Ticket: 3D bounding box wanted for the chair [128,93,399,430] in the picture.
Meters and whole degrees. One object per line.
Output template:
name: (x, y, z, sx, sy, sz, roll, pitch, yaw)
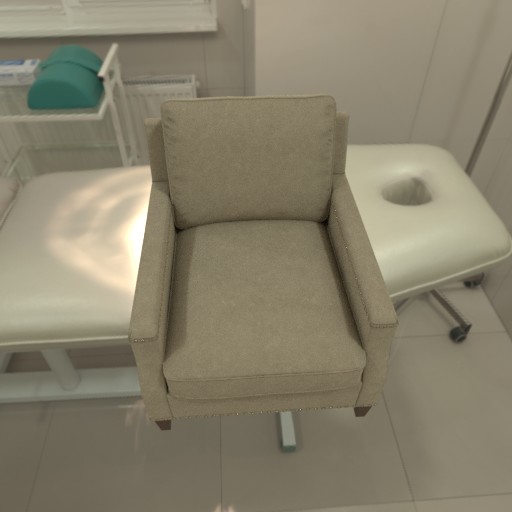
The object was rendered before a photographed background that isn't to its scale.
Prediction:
chair: (0.000, 0.000, 1.724, 0.853, 0.943, 1.014, -3, 45, -3)
